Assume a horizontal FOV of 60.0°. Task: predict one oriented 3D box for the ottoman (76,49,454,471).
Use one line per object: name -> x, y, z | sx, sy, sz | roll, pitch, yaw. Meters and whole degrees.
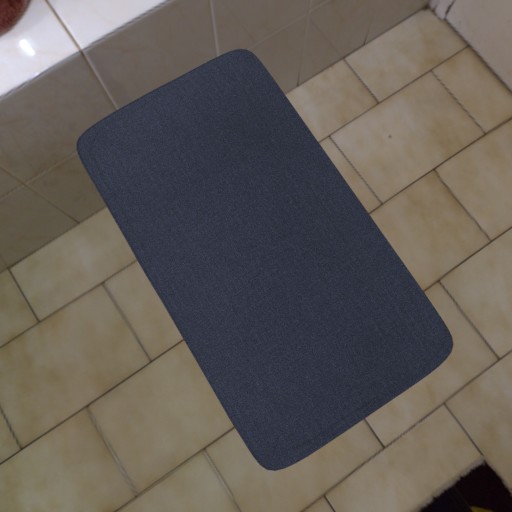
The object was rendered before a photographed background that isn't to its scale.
ottoman -> 0.000, 0.000, 1.175 | 0.505, 0.453, 0.895 | -31, 80, -6
